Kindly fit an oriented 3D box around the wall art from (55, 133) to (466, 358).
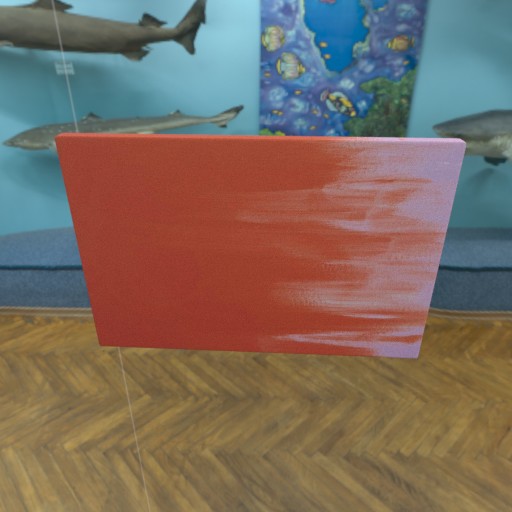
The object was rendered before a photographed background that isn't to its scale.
[{"bbox_3d":[0.000,0.000,1.141,0.913,0.609,0.040,2,29,3],"label":"wall art"}]
